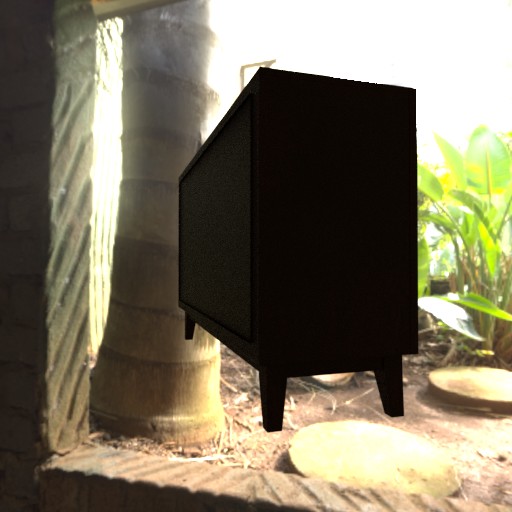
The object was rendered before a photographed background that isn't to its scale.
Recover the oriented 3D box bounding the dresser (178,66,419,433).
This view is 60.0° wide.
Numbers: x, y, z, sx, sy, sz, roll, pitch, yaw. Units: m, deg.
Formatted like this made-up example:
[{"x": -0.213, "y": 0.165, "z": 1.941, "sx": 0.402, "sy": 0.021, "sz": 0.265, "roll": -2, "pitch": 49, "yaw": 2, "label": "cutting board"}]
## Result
[{"x": 0.000, "y": 0.000, "z": 1.995, "sx": 0.499, "sy": 0.971, "sz": 1.609, "roll": 0, "pitch": -1, "yaw": -17, "label": "dresser"}]
